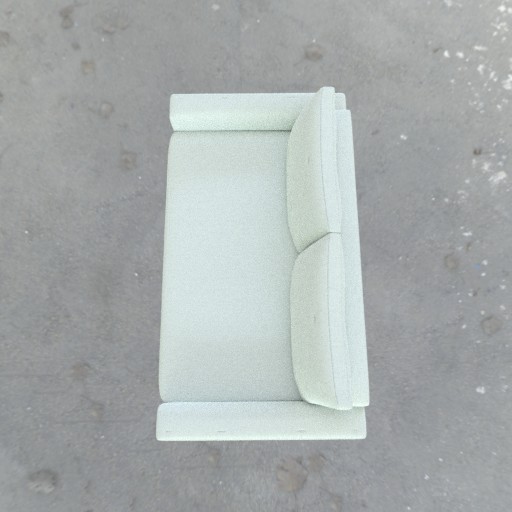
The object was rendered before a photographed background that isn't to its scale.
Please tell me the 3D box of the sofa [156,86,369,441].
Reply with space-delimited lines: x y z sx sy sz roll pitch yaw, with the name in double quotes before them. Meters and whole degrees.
"sofa" 0.000 0.000 2.155 0.920 0.790 1.650 0 76 0
